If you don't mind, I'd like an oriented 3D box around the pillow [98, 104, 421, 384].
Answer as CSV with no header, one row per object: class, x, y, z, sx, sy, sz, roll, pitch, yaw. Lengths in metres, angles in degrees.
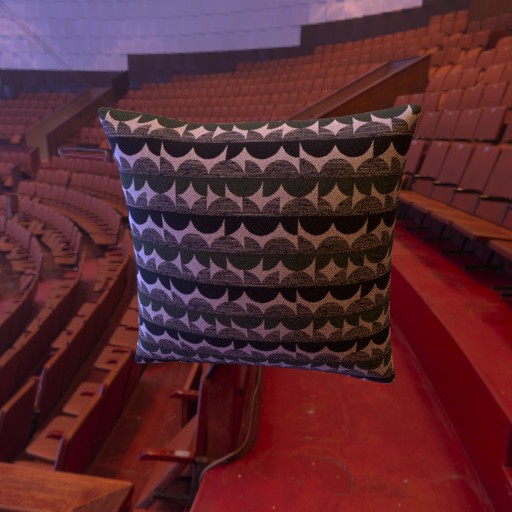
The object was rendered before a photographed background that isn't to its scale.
pillow,0.000,0.000,0.630,0.419,0.404,0.180,3,15,9
